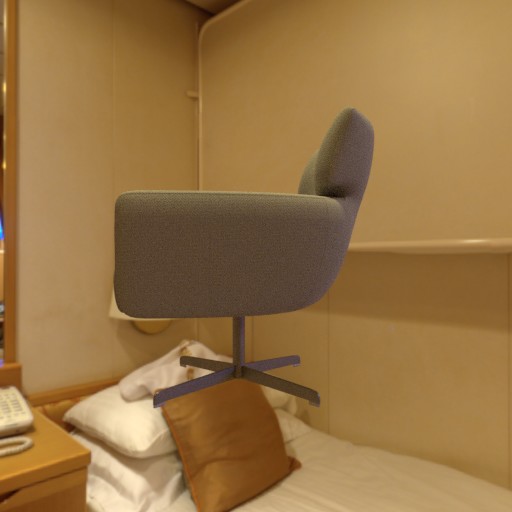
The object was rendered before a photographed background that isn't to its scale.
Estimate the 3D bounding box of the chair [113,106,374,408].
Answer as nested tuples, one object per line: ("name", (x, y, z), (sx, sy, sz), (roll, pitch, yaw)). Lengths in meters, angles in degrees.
("chair", (0.000, 0.000, 1.415), (0.730, 0.810, 0.760), (0, 0, -1))
